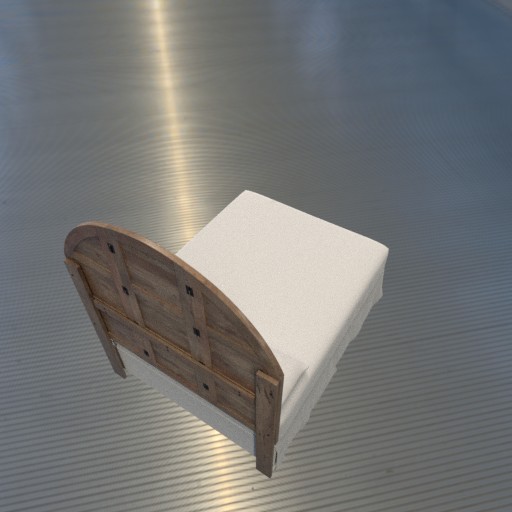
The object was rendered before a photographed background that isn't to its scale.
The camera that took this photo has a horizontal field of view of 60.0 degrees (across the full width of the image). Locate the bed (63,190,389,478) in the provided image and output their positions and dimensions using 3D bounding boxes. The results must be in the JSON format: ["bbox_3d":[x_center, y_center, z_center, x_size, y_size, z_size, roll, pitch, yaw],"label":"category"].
[{"bbox_3d":[0.000,0.000,3.473,1.713,2.002,2.112,25,51,22],"label":"bed"}]
